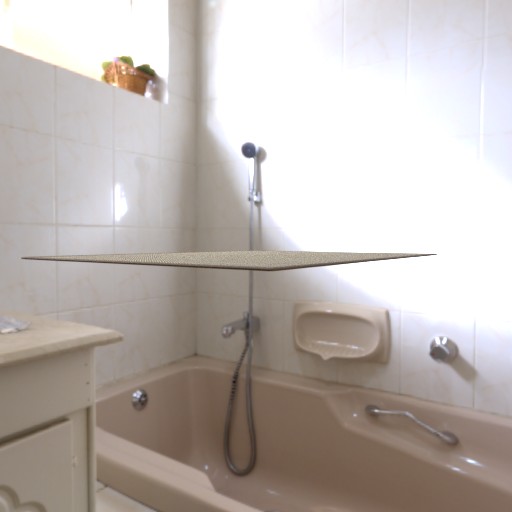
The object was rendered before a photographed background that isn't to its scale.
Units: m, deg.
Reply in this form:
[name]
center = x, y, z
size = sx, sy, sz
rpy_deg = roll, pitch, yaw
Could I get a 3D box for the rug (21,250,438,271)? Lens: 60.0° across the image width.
[rug]
center = 0.000, 0.000, 4.005
size = 2.413, 0.020, 3.041
rpy_deg = 1, 2, 36
